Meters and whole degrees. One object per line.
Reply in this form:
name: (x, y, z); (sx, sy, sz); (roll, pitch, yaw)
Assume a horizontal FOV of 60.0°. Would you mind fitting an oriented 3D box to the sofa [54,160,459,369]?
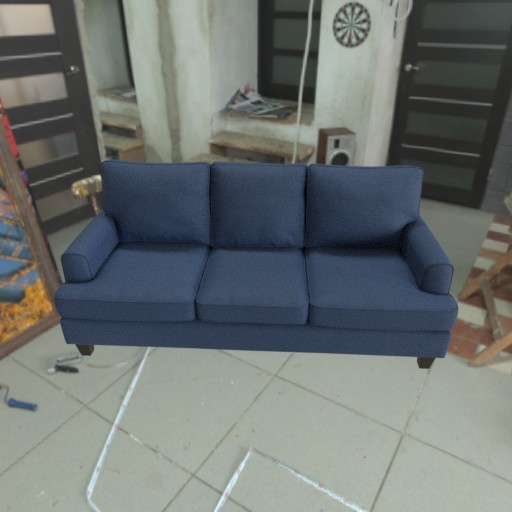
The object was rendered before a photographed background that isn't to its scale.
sofa: (0.000, 0.000, 2.696); (2.158, 0.965, 0.951); (2, 30, 3)
